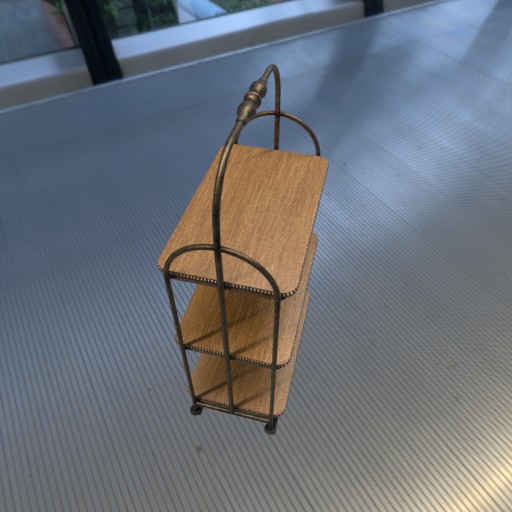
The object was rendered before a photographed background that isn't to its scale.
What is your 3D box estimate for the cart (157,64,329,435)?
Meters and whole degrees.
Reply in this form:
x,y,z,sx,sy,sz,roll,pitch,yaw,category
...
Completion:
x,y,z,sx,sy,sz,roll,pitch,yaw,category
0.000,0.000,1.326,0.330,1.052,0.650,11,47,10,cart
